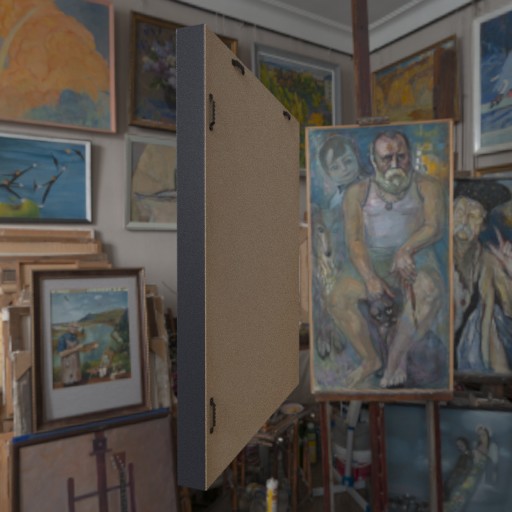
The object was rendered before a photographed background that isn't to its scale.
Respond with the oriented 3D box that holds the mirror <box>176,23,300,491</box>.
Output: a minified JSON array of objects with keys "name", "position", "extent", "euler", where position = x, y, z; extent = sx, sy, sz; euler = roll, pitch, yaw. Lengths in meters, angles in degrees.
[{"name":"mirror","position":[0.000,0.000,0.676],"extent":[0.041,0.508,0.405],"euler":[0,1,20]}]
